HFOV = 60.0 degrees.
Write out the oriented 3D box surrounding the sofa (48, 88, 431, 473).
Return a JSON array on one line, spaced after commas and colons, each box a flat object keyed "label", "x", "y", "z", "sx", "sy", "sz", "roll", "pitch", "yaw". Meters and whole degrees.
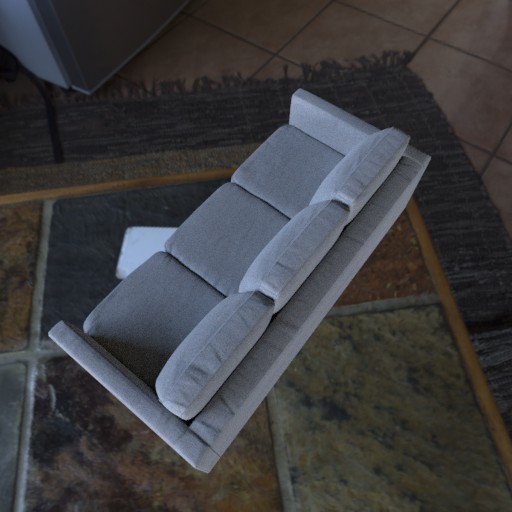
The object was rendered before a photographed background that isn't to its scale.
[{"label": "sofa", "x": 0.000, "y": 0.000, "z": 2.447, "sx": 0.944, "sy": 0.918, "sz": 1.983, "roll": 34, "pitch": 67, "yaw": 17}]
